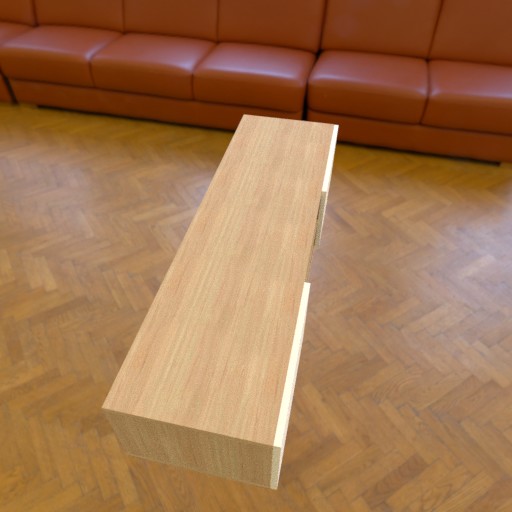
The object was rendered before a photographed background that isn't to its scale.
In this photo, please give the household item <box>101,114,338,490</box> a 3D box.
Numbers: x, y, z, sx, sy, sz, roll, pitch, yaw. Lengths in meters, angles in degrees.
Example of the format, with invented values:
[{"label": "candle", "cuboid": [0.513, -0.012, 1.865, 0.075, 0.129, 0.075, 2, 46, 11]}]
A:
[{"label": "household item", "cuboid": [0.000, 0.000, 1.576, 0.420, 0.310, 1.400, 9, 46, 9]}]
